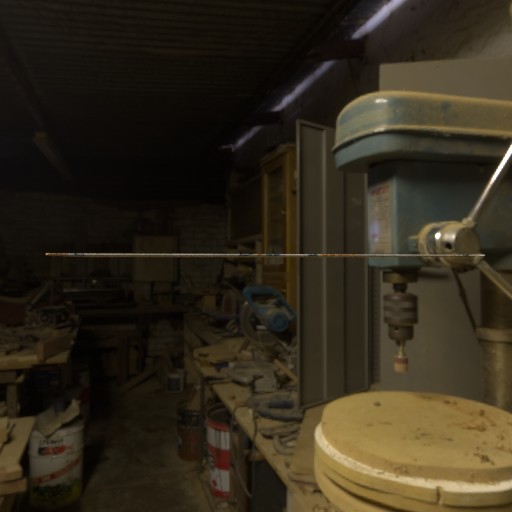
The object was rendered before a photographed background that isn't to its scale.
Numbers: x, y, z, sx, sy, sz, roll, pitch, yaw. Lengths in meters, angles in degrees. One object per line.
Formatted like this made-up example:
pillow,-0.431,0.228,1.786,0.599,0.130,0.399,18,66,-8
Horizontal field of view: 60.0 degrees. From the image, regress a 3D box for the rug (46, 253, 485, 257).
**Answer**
rug,0.000,0.000,3.039,2.428,0.010,1.533,0,0,-17
